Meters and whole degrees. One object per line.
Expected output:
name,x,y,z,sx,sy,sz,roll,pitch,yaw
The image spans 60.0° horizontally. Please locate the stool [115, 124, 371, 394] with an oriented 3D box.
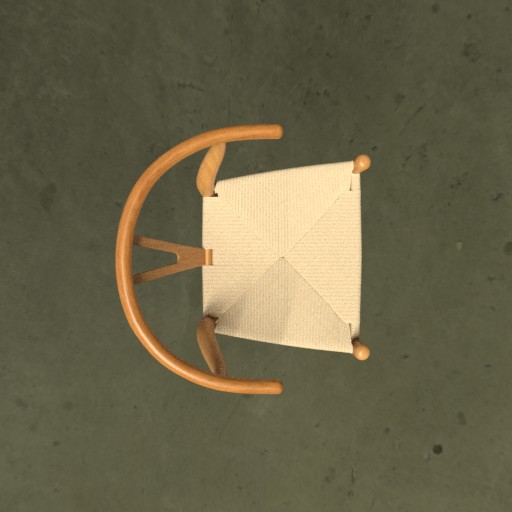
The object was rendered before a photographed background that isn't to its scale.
stool,0.000,0.000,1.363,0.579,0.970,0.569,0,91,-1
